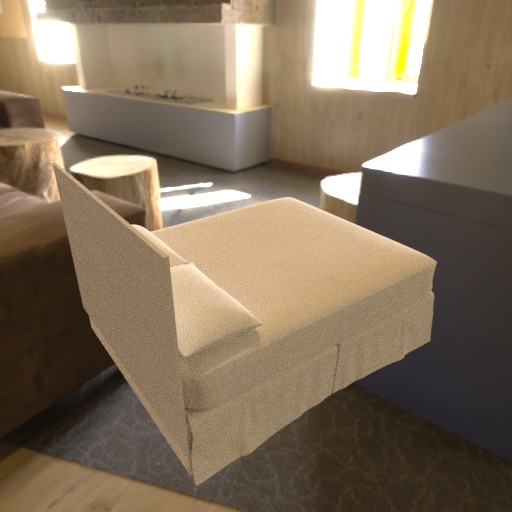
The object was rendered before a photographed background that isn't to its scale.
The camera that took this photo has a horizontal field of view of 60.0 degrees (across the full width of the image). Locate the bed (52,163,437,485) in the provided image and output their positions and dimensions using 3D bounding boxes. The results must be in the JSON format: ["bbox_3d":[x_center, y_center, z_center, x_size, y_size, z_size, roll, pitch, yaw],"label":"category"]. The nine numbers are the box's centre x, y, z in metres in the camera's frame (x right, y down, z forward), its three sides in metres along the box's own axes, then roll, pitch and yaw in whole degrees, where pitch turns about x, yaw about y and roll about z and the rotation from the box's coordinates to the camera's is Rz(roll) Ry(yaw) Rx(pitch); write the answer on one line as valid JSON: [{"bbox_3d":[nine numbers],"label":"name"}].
[{"bbox_3d":[0.000,0.000,3.130,2.094,1.335,1.745,-19,33,-32],"label":"bed"}]
